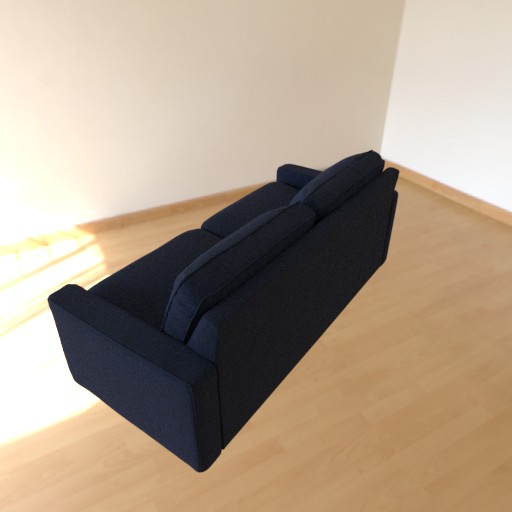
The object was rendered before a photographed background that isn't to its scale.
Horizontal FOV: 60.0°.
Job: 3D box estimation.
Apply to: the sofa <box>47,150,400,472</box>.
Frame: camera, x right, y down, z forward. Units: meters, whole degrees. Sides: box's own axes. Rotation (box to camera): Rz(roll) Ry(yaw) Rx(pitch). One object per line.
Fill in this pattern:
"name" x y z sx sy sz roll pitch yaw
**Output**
"sofa" 0.000 0.000 2.564 0.940 0.919 2.080 21 38 29
